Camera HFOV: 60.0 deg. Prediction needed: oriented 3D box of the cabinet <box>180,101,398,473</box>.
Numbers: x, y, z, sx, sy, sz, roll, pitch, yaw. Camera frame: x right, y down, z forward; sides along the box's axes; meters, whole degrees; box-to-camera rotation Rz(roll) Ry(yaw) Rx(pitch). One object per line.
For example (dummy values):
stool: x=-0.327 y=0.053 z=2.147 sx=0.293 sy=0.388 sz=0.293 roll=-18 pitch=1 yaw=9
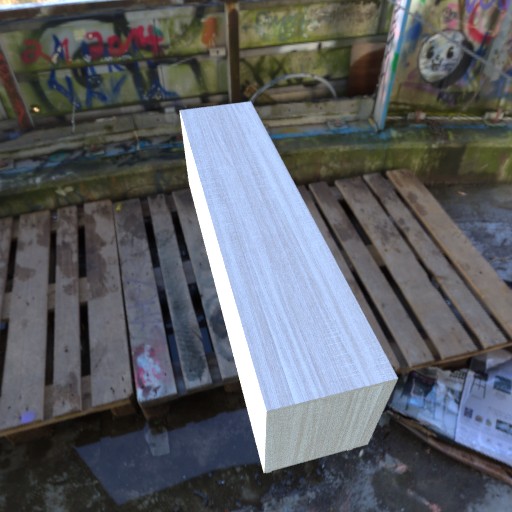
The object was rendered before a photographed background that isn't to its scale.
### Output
cabinet: x=0.000 y=0.000 z=2.596 sx=0.500 sy=0.780 sz=2.200 roll=-11 pitch=47 yaw=-10
